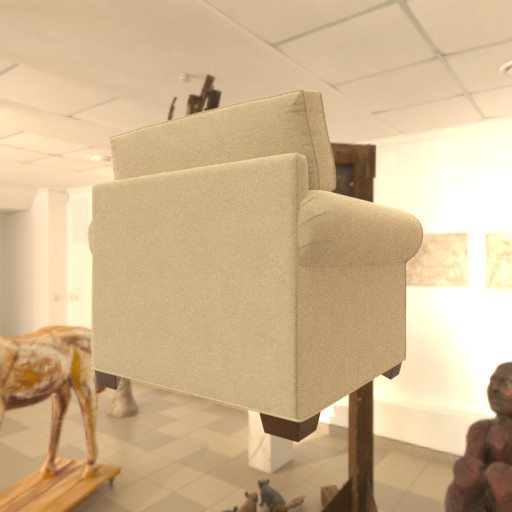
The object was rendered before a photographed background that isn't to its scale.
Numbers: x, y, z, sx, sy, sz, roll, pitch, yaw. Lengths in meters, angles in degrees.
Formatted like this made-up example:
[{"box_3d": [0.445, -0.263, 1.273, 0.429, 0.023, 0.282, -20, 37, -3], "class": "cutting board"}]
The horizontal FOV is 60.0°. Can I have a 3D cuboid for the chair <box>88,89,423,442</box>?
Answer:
[{"box_3d": [0.000, 0.000, 1.714, 1.040, 0.955, 0.863, 0, 0, 36], "class": "chair"}]
